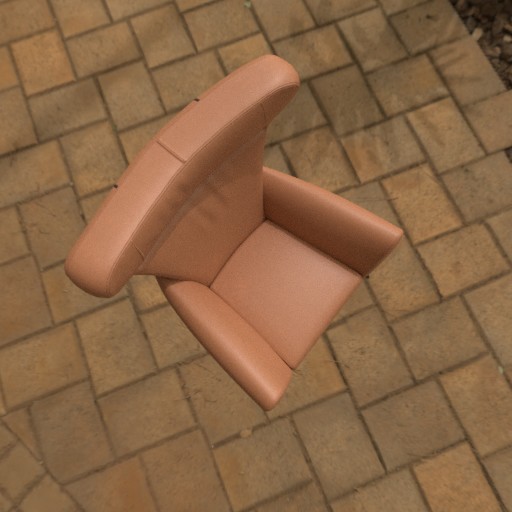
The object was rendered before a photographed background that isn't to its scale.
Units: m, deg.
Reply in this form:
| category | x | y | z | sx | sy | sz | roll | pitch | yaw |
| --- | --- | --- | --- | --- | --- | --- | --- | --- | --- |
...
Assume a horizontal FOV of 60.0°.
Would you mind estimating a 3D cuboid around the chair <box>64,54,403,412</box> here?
| category | x | y | z | sx | sy | sz | roll | pitch | yaw |
| --- | --- | --- | --- | --- | --- | --- | --- | --- | --- |
| chair | 0.000 | 0.000 | 1.791 | 0.900 | 1.050 | 0.980 | 38 | 79 | 9 |
